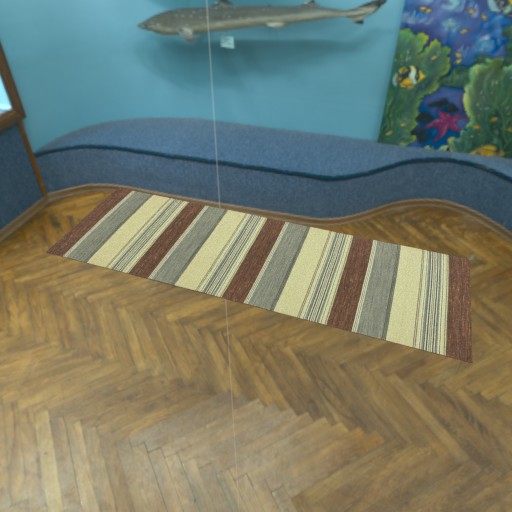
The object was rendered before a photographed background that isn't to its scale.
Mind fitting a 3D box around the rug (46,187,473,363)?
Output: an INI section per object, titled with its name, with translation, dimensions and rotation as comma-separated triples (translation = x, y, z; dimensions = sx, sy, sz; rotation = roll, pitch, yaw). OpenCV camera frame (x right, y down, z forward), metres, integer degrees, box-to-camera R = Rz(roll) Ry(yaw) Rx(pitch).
[rug]
translation = 0.000, 0.000, 2.678
dimensions = 2.437, 0.006, 0.792
rotation = 13, 42, 15
